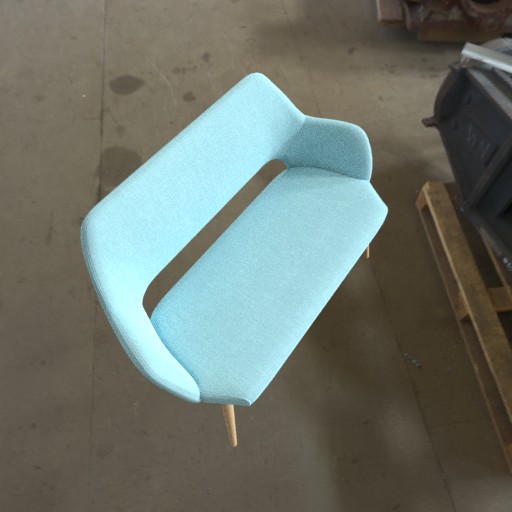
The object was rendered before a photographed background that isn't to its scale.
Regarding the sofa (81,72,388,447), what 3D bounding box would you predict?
[{"bbox_3d":[0.000,0.000,1.605,0.610,0.840,1.150,32,64,18],"label":"sofa"}]
